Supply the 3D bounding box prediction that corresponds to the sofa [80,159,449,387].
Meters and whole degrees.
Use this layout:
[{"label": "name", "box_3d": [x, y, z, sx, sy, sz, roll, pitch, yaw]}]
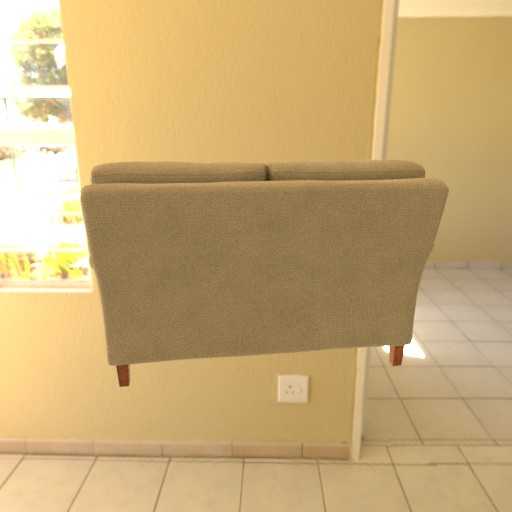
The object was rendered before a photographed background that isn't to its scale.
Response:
[{"label": "sofa", "box_3d": [0.000, 0.000, 2.279, 1.480, 0.999, 1.087, -2, 16, -8]}]
